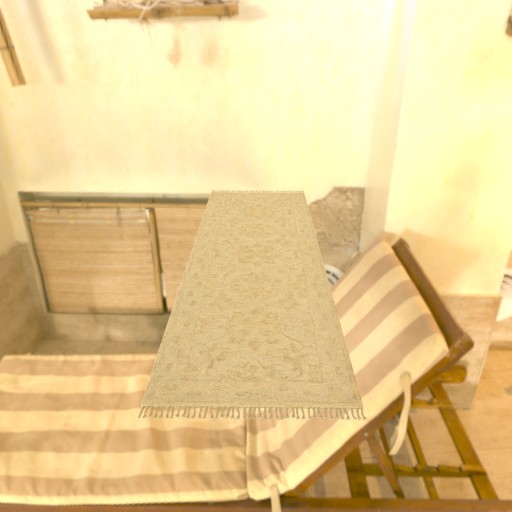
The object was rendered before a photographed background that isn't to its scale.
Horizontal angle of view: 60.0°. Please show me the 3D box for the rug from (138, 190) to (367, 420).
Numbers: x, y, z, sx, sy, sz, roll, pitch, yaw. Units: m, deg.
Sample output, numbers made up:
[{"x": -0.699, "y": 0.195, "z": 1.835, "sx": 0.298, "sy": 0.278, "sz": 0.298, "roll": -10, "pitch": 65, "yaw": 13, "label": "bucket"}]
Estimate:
[{"x": 0.000, "y": 0.000, "z": 2.668, "sx": 0.795, "sy": 0.015, "sz": 2.544, "roll": 0, "pitch": 26, "yaw": 1, "label": "rug"}]
